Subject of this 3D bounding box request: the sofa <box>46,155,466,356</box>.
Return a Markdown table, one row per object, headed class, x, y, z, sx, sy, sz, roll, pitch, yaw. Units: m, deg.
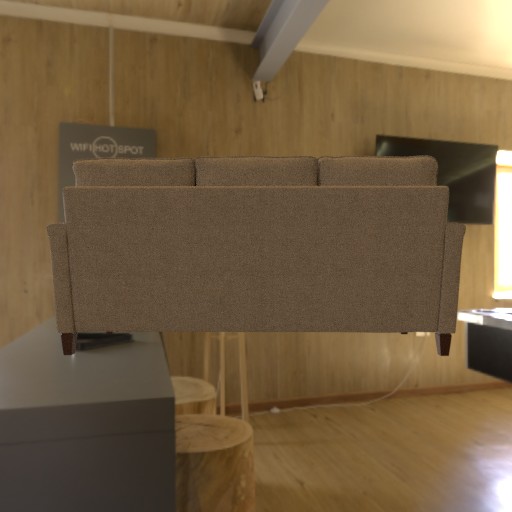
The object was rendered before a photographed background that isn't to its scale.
| class | x | y | z | sx | sy | sz | roll | pitch | yaw |
| --- | --- | --- | --- | --- | --- | --- | --- | --- | --- |
| sofa | 0.000 | 0.000 | 2.395 | 1.925 | 0.959 | 0.828 | 0 | 0 | 1 |
